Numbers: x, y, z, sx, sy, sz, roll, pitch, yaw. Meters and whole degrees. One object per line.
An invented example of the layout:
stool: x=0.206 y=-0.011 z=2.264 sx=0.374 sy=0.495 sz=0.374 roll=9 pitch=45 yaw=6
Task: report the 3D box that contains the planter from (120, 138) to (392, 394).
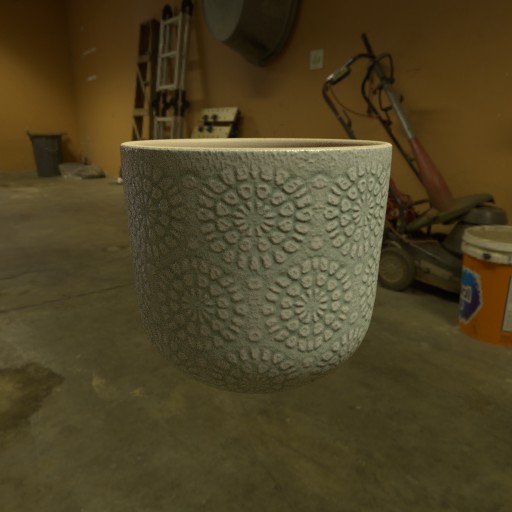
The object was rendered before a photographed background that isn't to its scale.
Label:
planter: x=0.000 y=0.000 z=0.308 sx=0.169 sy=0.153 sz=0.169 roll=0 pitch=16 yaw=0
